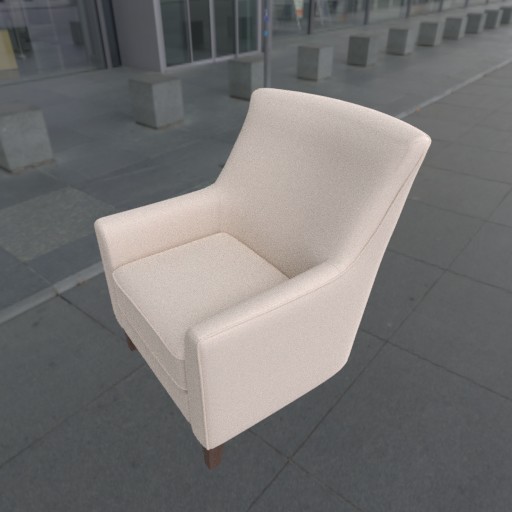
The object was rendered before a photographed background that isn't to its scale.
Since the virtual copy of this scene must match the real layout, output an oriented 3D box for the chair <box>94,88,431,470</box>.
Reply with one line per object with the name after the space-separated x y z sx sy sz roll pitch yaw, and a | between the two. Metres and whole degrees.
0.000 0.000 1.526 0.879 0.916 0.756 -21 38 -29 | chair
